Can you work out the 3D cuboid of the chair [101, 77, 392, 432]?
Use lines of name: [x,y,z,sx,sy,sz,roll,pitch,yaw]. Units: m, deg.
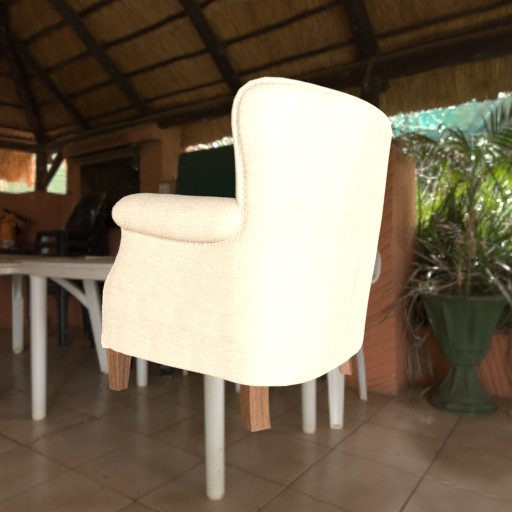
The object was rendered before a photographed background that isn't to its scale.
chair: [0.000,0.000,1.601,0.921,0.936,0.861,1,1,34]
